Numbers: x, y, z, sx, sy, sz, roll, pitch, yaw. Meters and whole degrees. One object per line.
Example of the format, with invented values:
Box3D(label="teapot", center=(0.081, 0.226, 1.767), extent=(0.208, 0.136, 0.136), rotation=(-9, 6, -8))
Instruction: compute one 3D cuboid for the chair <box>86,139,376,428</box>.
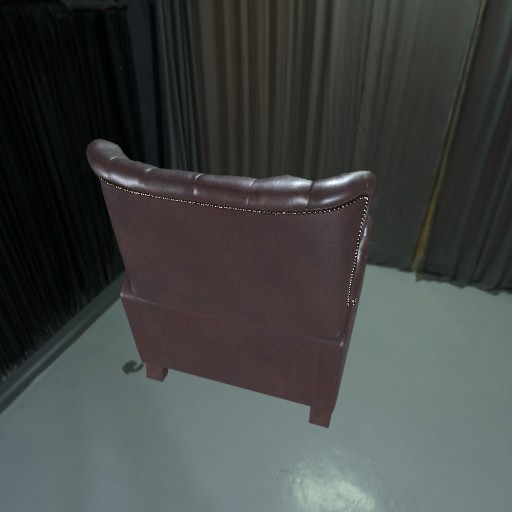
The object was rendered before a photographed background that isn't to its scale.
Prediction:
Box3D(label="chair", center=(0.000, 0.000, 1.454), extent=(0.709, 0.864, 0.823), rotation=(10, 34, 16))
